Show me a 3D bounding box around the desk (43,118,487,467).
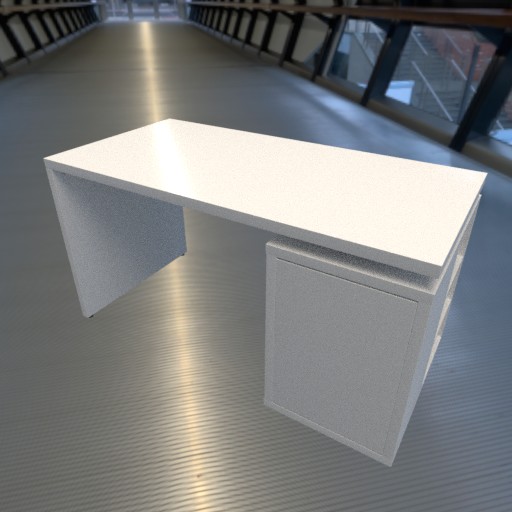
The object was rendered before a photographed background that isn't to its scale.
[{"bbox_3d":[0.000,0.000,1.742,1.400,0.740,0.690,18,35,27],"label":"desk"}]
